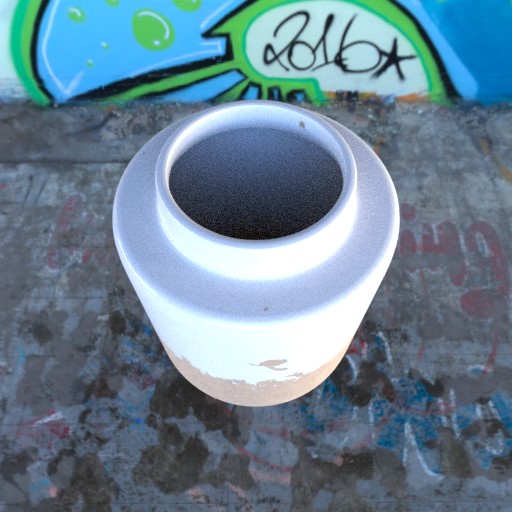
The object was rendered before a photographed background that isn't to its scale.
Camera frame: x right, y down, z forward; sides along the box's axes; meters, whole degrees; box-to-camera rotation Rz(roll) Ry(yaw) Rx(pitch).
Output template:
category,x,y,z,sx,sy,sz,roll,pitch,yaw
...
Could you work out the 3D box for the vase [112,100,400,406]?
category,x,y,z,sx,sy,sz,roll,pitch,yaw
vase,0.000,0.000,0.285,0.153,0.167,0.153,0,58,0
